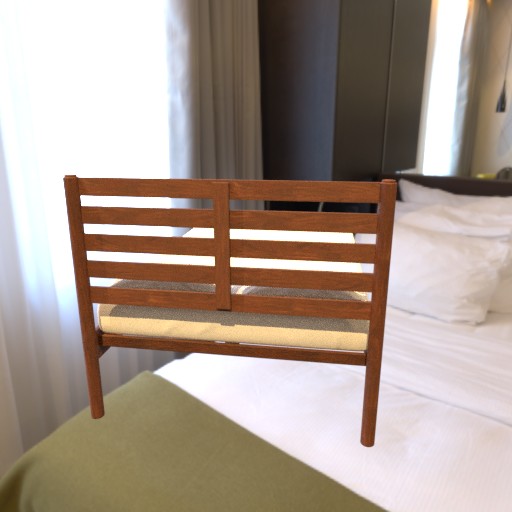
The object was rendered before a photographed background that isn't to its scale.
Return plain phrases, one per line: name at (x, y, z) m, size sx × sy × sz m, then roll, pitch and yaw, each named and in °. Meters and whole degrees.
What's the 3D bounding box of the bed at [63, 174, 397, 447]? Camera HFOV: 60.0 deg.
bed at (0.000, 0.000, 3.103) m, size 1.509 × 1.304 × 2.093 m, roll 2°, pitch 16°, yaw 8°
